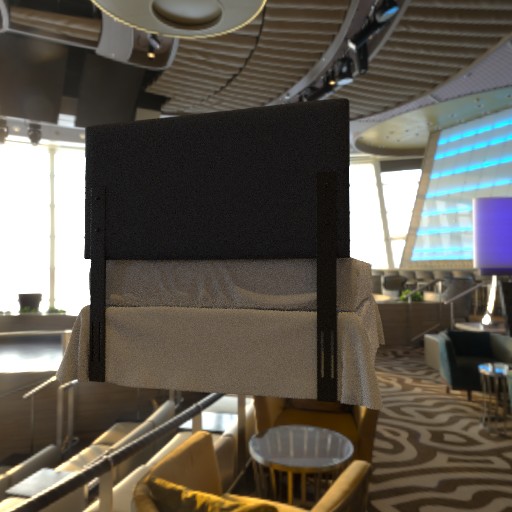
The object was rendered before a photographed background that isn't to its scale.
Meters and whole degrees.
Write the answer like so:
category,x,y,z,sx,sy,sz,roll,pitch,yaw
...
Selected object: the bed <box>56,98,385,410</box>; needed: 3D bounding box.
category,x,y,z,sx,sy,sz,roll,pitch,yaw
bed,0.000,0.000,3.476,1.936,1.577,2.222,-1,-2,17
